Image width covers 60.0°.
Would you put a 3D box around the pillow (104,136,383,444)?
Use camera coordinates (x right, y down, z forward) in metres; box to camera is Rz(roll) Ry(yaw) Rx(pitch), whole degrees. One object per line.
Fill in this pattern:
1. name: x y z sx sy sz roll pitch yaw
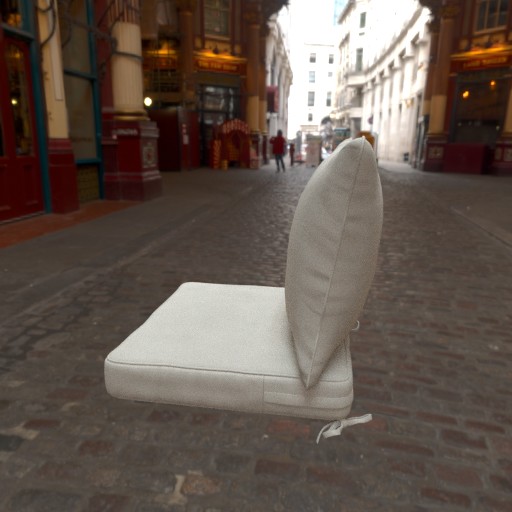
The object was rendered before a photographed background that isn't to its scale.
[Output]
1. pillow: 0.000 0.000 1.376 0.733 0.716 0.798 2 15 9
